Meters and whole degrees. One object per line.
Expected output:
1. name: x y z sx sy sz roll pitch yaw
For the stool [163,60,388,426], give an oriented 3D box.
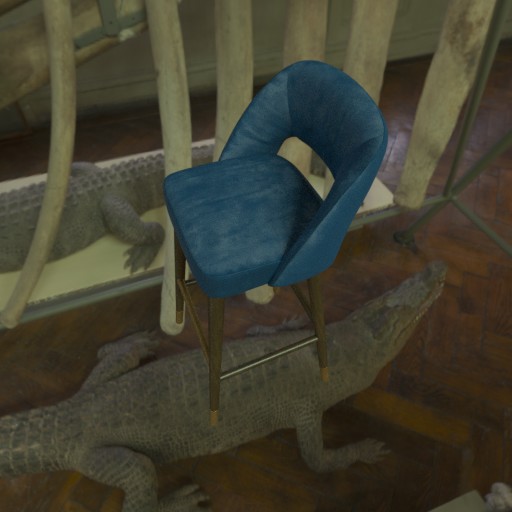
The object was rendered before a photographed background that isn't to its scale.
1. stool: 0.000 0.000 1.338 0.515 1.016 0.514 -16 49 -15
